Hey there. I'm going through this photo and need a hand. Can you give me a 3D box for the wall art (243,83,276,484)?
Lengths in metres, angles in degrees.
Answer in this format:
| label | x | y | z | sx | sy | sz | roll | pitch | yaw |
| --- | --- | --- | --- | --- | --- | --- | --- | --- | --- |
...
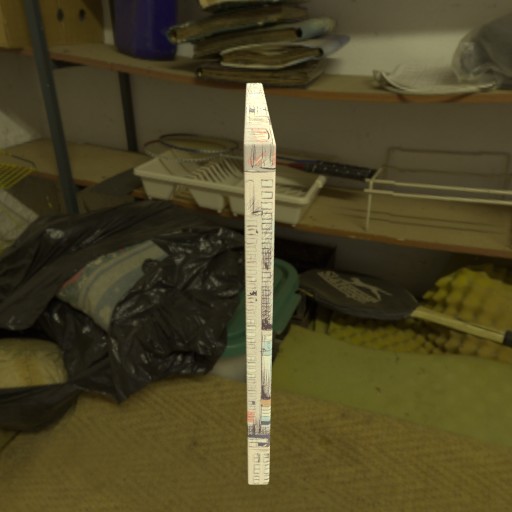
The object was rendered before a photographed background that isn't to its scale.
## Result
| label | x | y | z | sx | sy | sz | roll | pitch | yaw |
| --- | --- | --- | --- | --- | --- | --- | --- | --- | --- |
| wall art | 0.000 | 0.000 | 0.920 | 0.038 | 0.608 | 0.607 | 0 | 27 | -1 |
